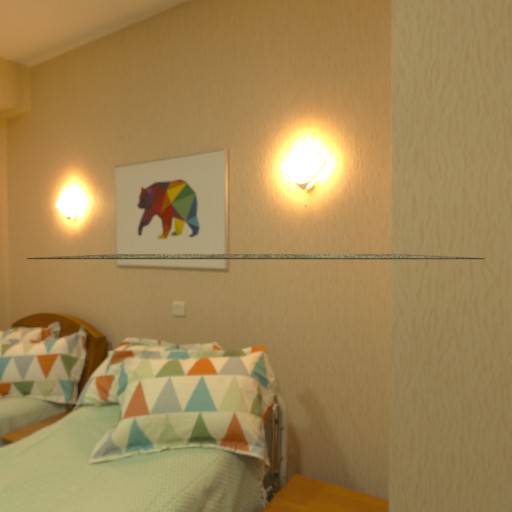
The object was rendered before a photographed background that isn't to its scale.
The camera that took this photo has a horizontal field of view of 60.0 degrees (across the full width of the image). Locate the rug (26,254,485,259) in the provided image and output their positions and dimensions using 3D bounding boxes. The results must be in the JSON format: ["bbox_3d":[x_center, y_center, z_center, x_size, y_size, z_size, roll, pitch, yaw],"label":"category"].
[{"bbox_3d":[0.000,0.000,4.296,3.371,0.008,2.190,0,1,1],"label":"rug"}]
